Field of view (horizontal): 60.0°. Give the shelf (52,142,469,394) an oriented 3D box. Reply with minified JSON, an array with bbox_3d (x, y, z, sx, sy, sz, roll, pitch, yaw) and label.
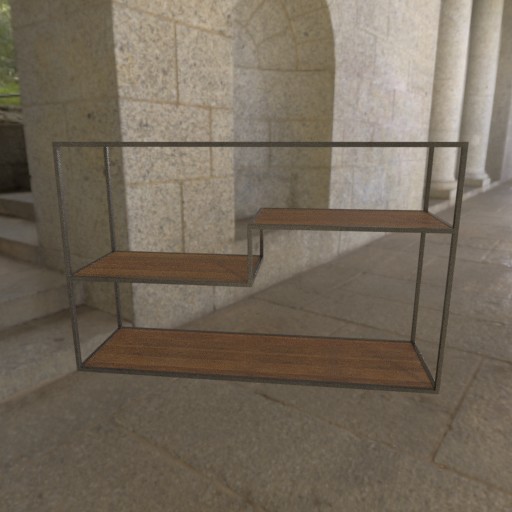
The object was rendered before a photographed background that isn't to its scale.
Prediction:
[{"bbox_3d":[0.000,0.000,1.533,1.201,0.765,0.361,2,15,7],"label":"shelf"}]
